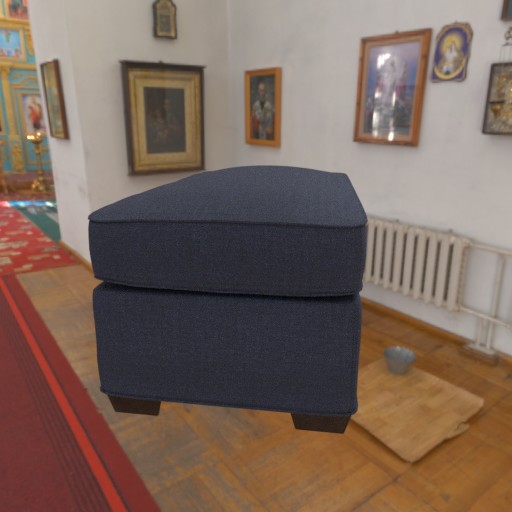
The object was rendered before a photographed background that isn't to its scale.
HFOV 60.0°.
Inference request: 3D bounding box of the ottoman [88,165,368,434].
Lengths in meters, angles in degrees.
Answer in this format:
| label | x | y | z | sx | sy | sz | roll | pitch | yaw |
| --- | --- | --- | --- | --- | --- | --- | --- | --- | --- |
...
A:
| label | x | y | z | sx | sy | sz | roll | pitch | yaw |
| --- | --- | --- | --- | --- | --- | --- | --- | --- | --- |
| ottoman | 0.000 | 0.000 | 1.196 | 0.505 | 0.453 | 0.895 | 2 | 16 | 8 |
